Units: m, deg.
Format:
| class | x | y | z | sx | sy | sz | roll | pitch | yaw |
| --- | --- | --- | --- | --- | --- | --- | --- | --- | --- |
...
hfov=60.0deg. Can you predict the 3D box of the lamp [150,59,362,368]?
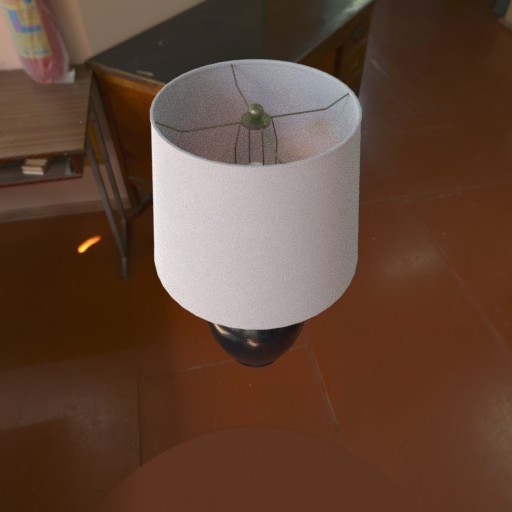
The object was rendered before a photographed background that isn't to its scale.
| class | x | y | z | sx | sy | sz | roll | pitch | yaw |
| --- | --- | --- | --- | --- | --- | --- | --- | --- | --- |
| lamp | 0.000 | 0.000 | 0.543 | 0.239 | 0.399 | 0.239 | 0 | 47 | 0 |
